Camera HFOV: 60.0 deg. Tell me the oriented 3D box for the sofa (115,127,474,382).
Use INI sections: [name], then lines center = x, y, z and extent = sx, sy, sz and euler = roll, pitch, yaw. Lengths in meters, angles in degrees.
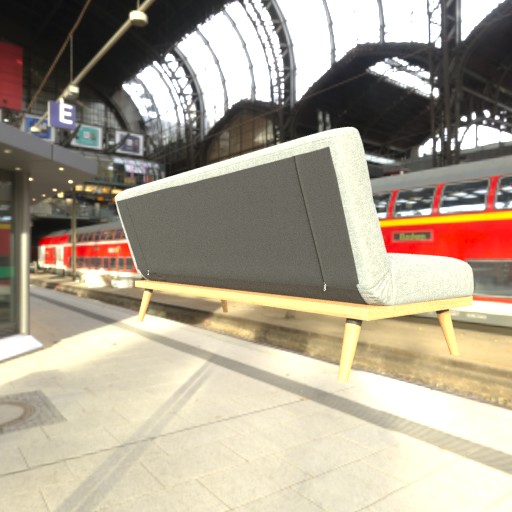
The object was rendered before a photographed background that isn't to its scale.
[sofa]
center = 0.000, 0.000, 2.226
extent = 0.800, 0.800, 1.820
euler = 0, 0, -38
